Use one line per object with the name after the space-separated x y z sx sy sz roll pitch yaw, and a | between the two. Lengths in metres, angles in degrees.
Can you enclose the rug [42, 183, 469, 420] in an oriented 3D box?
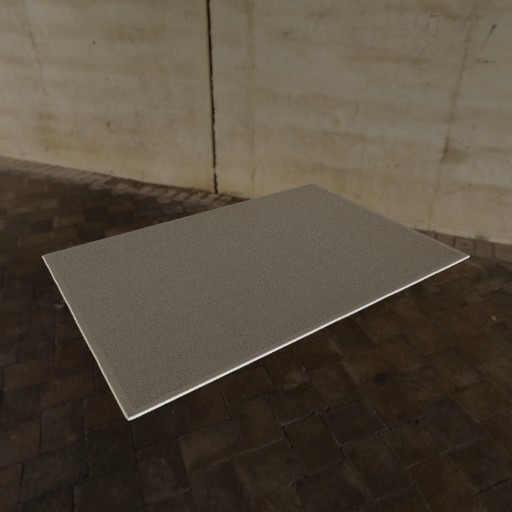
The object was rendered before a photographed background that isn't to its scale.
0.000 0.000 2.807 2.244 0.017 1.532 -19 35 -29 | rug
